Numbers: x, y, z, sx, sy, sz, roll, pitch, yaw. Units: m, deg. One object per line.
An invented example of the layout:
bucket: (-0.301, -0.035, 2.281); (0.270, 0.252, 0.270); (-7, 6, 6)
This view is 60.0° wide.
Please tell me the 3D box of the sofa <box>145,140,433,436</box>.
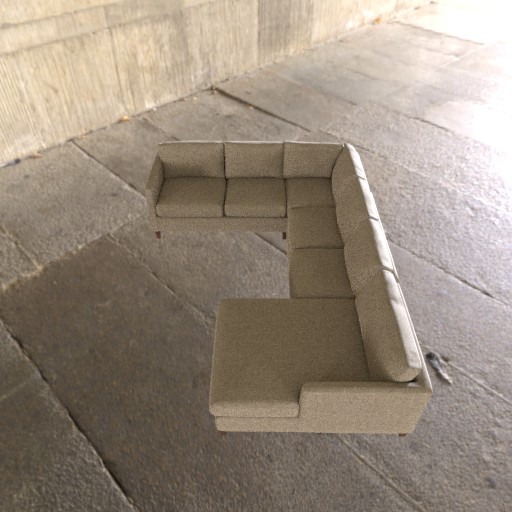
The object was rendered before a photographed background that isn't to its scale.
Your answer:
sofa: (0.000, 0.000, 4.563); (2.593, 0.959, 3.460); (0, 43, 0)
